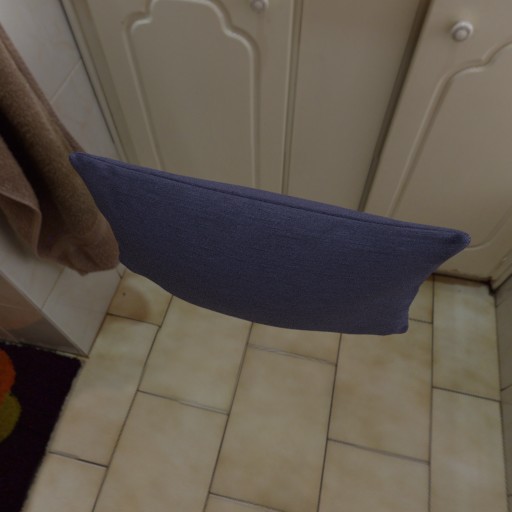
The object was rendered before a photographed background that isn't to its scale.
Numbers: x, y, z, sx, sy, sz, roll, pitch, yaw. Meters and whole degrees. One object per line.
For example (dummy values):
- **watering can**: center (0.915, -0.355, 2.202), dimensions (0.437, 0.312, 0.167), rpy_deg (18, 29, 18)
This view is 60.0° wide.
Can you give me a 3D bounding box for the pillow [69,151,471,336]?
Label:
- **pillow**: center (0.000, 0.000, 0.805), dimensions (0.633, 0.338, 0.210), rpy_deg (13, 59, 8)
